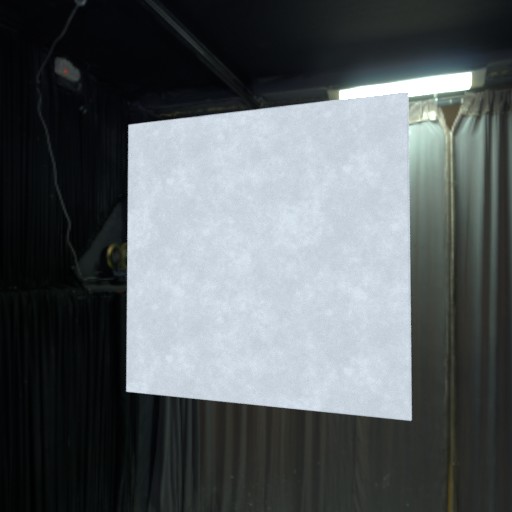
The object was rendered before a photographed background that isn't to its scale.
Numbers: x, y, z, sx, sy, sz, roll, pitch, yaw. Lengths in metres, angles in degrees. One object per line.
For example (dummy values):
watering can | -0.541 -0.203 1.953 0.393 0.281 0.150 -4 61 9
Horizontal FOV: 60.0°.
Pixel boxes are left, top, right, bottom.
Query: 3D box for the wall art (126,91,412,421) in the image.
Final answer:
wall art | 0.000 0.000 0.461 0.303 0.303 0.015 -1 -2 18
